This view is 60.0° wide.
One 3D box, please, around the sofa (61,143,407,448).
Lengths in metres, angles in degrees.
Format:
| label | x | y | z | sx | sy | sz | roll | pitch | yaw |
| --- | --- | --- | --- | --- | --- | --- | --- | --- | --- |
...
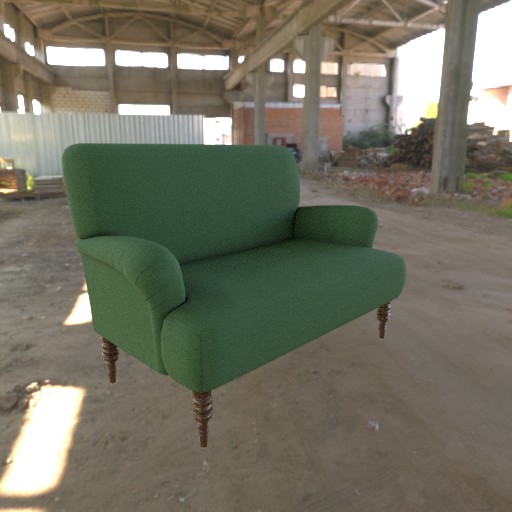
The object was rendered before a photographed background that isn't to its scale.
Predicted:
| label | x | y | z | sx | sy | sz | roll | pitch | yaw |
| --- | --- | --- | --- | --- | --- | --- | --- | --- | --- |
| sofa | 0.000 | 0.000 | 1.805 | 0.779 | 0.889 | 1.297 | 13 | 18 | 42 |
